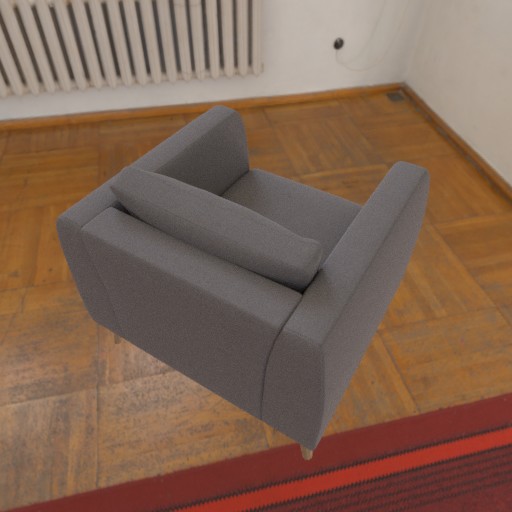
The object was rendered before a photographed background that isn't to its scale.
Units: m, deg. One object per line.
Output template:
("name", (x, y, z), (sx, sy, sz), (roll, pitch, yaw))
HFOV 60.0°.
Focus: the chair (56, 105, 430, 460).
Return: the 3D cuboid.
("chair", (0.000, 0.000, 1.697), (1.000, 0.860, 0.930), (24, 50, 21))
